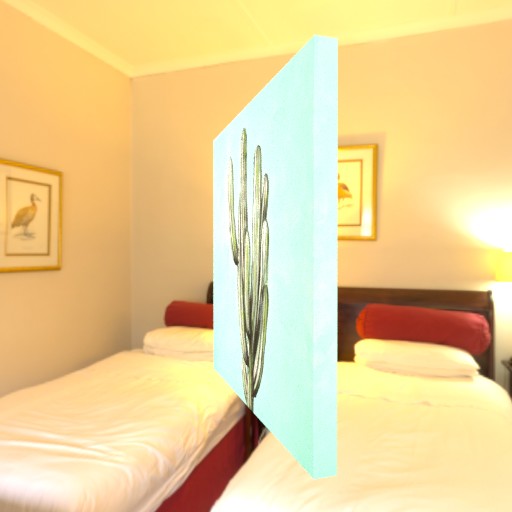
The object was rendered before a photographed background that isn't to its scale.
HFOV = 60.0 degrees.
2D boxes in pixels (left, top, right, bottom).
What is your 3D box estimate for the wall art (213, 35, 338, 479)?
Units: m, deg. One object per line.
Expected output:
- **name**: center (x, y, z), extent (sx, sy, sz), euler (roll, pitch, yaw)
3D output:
- **wall art**: center (0.000, 0.000, 0.891), extent (0.036, 0.603, 0.603), euler (0, 1, -18)
